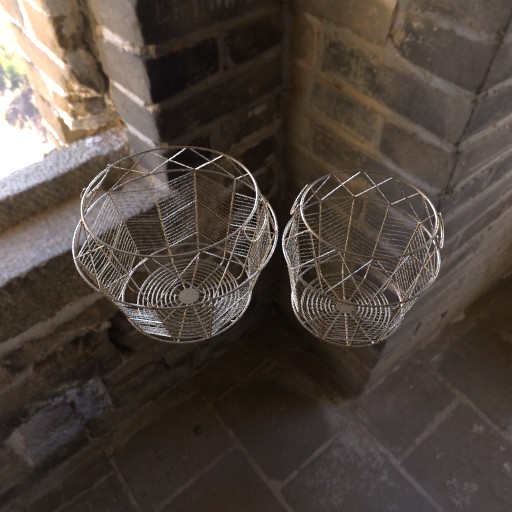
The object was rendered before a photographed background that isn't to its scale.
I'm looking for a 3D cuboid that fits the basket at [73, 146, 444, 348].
[{"bbox_3d":[0.000,0.000,1.037,0.805,0.343,0.451,3,46,3],"label":"basket"}]
